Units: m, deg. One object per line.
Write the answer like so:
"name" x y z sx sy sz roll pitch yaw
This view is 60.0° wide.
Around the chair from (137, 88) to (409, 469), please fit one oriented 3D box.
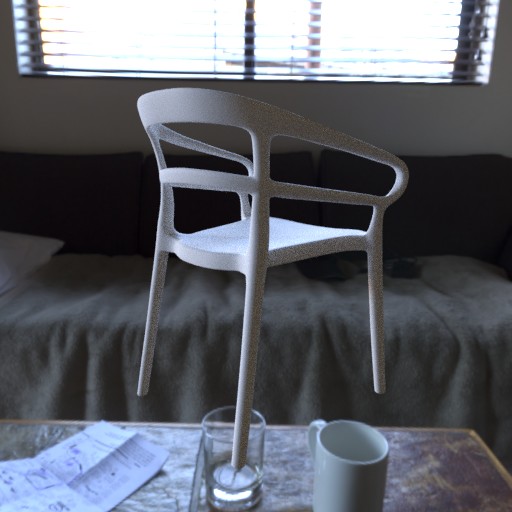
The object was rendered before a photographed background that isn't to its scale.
"chair" 0.000 0.000 1.139 0.527 0.761 0.559 -13 19 -43
